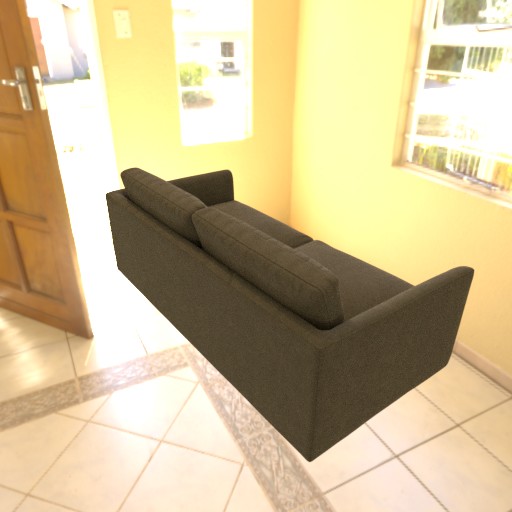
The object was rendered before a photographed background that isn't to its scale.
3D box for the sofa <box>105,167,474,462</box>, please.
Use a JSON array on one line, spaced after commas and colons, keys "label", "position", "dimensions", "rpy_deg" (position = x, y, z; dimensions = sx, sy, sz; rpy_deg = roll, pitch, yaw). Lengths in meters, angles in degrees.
[{"label": "sofa", "position": [0.000, 0.000, 2.819], "dimensions": [1.092, 0.838, 2.257], "rpy_deg": [-19, 33, -32]}]
